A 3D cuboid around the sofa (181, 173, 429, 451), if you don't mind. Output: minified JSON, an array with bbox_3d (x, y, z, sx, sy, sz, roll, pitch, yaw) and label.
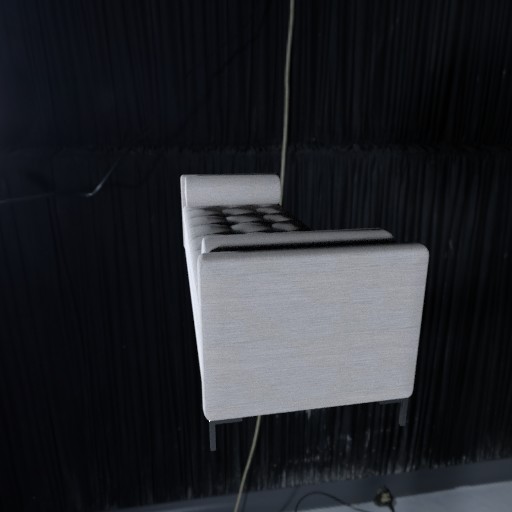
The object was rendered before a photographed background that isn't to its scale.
[{"bbox_3d":[0.000,0.000,2.260,0.686,0.635,1.981,-3,17,-10],"label":"sofa"}]
